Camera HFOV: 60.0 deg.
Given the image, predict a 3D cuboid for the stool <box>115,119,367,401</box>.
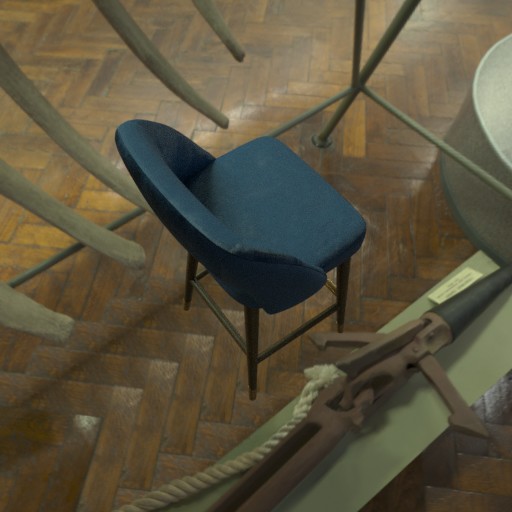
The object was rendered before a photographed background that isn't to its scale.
[{"bbox_3d":[0.000,0.000,1.314,0.515,1.016,0.514,-33,64,-18],"label":"stool"}]
